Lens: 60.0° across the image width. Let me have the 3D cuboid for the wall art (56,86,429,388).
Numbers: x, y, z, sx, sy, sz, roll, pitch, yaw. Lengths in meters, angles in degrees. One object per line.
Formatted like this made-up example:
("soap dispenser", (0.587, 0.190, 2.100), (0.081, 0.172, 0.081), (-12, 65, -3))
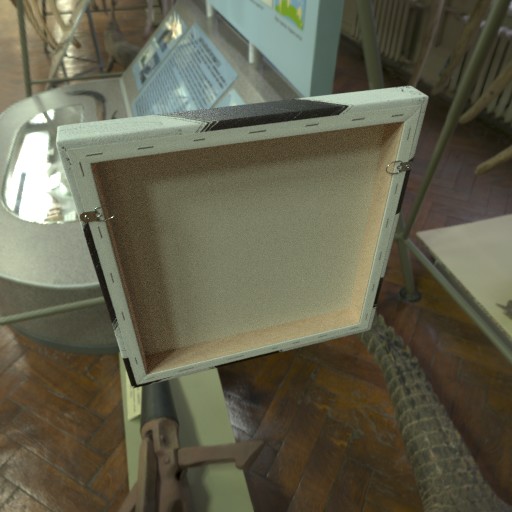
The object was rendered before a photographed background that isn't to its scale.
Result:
("wall art", (0.000, 0.000, 0.755), (0.507, 0.508, 0.050), (-11, 41, -13))
